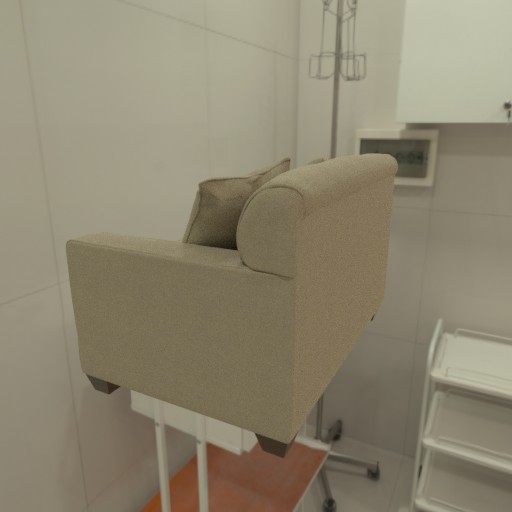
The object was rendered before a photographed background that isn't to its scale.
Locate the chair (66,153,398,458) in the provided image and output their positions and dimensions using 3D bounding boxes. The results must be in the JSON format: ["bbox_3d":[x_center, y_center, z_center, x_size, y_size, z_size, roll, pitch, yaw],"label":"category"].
[{"bbox_3d":[0.000,0.000,2.091,1.000,0.948,1.383,8,18,26],"label":"chair"}]
